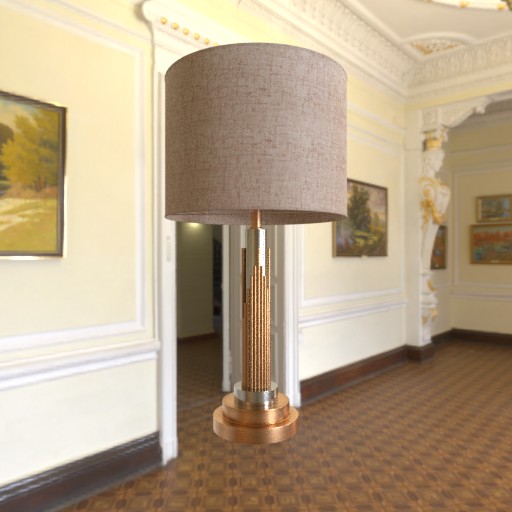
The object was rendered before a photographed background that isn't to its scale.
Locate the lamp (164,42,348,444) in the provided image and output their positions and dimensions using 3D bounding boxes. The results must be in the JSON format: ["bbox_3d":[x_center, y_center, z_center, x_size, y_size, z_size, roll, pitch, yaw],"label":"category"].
[{"bbox_3d":[0.000,0.000,0.793,0.321,0.610,0.321,0,0,-35],"label":"lamp"}]
